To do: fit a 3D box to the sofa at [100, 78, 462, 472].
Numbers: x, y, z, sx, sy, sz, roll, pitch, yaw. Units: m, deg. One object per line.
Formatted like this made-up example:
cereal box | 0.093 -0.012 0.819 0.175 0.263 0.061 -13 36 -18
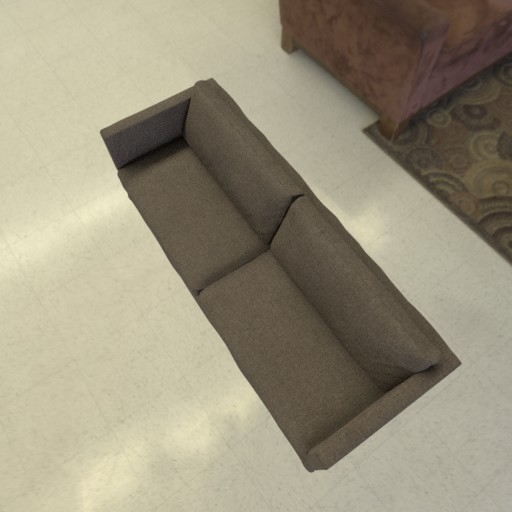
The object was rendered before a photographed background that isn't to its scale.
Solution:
sofa | 0.000 0.000 3.210 1.036 0.998 2.779 -31 68 -14
